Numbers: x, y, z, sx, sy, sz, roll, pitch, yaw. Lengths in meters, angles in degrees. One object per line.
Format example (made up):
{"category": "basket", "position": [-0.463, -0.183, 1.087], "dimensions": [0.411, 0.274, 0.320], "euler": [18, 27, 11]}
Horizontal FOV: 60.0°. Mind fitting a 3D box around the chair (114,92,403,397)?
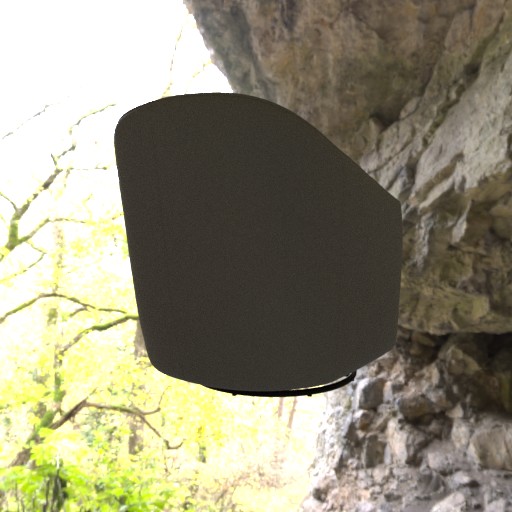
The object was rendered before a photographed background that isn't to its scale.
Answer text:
{"category": "chair", "position": [0.000, 0.000, 1.450], "dimensions": [0.747, 0.799, 0.875], "euler": [1, 2, 36]}
